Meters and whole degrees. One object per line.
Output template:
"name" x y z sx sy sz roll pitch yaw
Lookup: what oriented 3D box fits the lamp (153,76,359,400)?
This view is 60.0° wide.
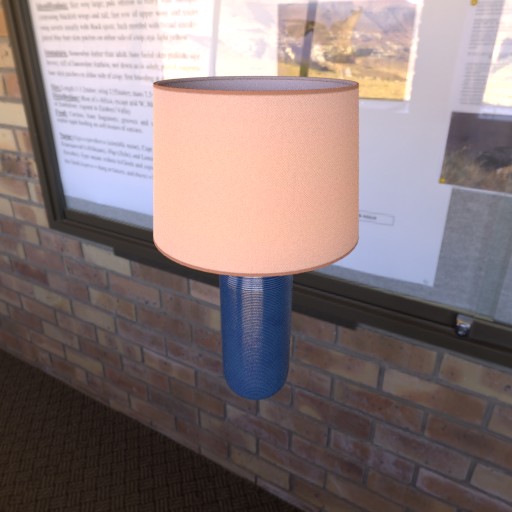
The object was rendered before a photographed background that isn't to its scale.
"lamp" 0.000 0.000 0.831 0.367 0.609 0.367 0 25 0
